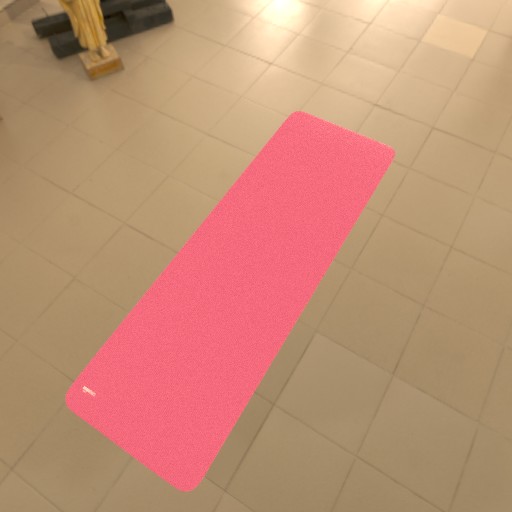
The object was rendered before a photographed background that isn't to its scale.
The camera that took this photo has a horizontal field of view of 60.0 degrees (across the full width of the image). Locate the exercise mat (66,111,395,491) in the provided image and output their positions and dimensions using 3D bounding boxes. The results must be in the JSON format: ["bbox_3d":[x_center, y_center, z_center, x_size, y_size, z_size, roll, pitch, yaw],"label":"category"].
[{"bbox_3d":[0.000,0.000,2.009,0.616,0.021,1.884,28,63,15],"label":"exercise mat"}]
